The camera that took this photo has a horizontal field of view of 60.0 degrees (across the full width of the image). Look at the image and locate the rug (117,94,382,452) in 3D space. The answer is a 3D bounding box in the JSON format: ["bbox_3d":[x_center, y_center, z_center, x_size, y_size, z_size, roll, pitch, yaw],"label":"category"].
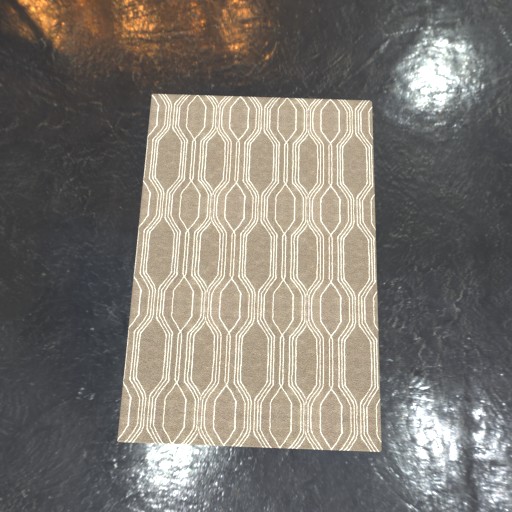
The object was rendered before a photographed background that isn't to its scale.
[{"bbox_3d":[0.000,0.000,2.283,1.239,0.012,1.836,2,77,0],"label":"rug"}]
